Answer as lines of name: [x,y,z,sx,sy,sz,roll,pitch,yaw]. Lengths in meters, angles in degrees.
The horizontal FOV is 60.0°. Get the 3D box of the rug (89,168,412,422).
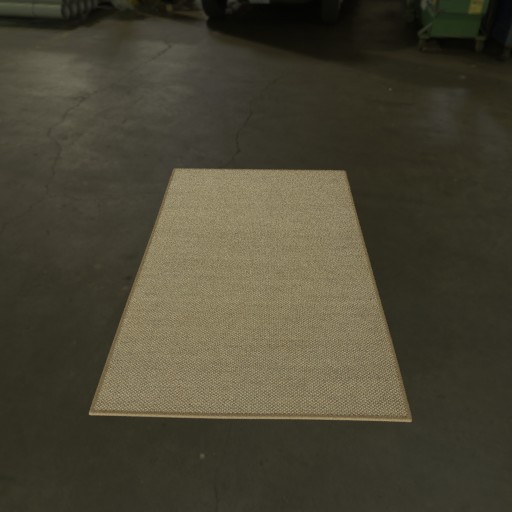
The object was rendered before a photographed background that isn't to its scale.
rug: [0.000,0.000,2.086,1.062,0.013,1.667,1,40,1]
